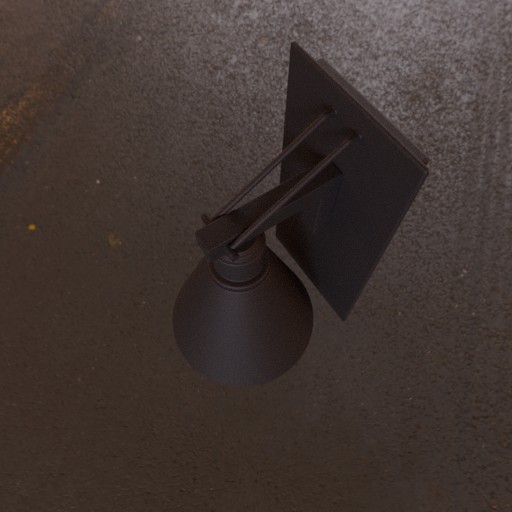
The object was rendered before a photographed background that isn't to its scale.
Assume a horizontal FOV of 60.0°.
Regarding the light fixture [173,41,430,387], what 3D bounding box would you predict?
[{"bbox_3d":[0.000,0.000,0.418,0.207,0.298,0.170,-31,67,-14],"label":"light fixture"}]
